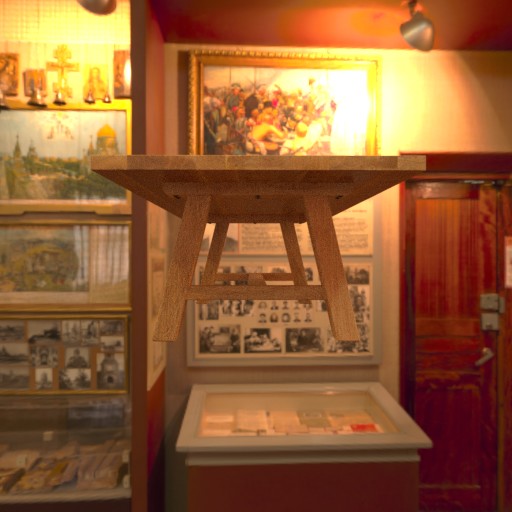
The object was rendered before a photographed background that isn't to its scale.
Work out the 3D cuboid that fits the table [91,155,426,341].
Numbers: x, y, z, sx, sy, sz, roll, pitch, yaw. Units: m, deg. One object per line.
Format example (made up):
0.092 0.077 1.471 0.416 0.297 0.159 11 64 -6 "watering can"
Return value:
0.000 0.000 1.663 0.760 0.455 1.320 0 0 -1 "table"
